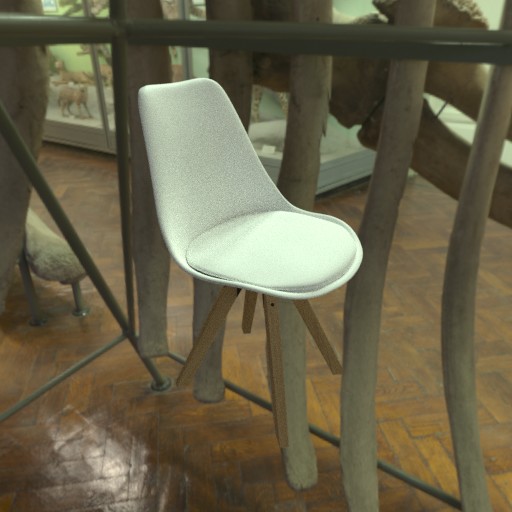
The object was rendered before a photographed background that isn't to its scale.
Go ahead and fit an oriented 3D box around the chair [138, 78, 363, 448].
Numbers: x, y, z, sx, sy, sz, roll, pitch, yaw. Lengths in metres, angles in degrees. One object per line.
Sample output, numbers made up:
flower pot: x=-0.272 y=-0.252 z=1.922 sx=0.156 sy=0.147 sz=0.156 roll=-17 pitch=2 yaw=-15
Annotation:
chair: x=0.000 y=0.000 z=1.198 sx=0.550 sy=0.849 sz=0.485 roll=18 pitch=33 yaw=31
